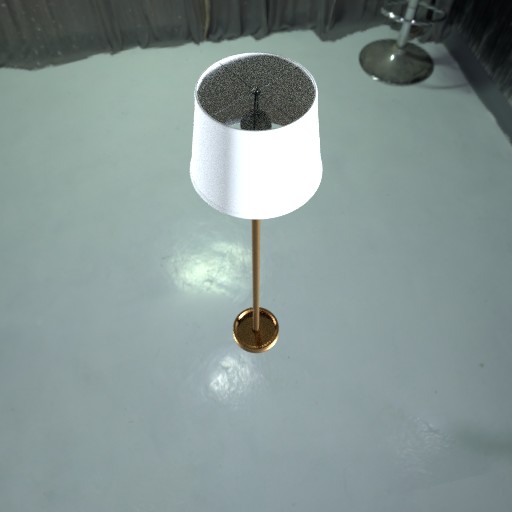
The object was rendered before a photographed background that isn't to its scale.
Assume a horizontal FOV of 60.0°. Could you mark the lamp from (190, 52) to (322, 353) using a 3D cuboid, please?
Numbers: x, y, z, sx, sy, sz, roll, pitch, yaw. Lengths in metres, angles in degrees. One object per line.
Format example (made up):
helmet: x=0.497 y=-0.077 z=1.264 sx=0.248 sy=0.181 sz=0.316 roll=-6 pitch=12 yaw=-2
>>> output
lamp: x=0.000 y=0.000 z=0.797 sx=0.178 sy=0.710 sz=0.178 roll=0 pitch=58 yaw=0
